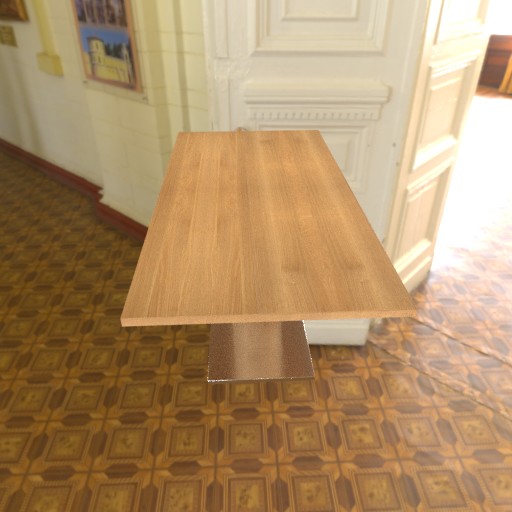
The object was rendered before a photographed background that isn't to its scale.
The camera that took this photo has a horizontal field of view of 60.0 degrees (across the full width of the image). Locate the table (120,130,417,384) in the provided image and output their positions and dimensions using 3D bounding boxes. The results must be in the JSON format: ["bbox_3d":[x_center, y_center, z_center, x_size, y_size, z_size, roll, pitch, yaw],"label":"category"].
[{"bbox_3d":[0.000,0.000,2.298,0.900,0.750,1.800,-2,33,-2],"label":"table"}]
